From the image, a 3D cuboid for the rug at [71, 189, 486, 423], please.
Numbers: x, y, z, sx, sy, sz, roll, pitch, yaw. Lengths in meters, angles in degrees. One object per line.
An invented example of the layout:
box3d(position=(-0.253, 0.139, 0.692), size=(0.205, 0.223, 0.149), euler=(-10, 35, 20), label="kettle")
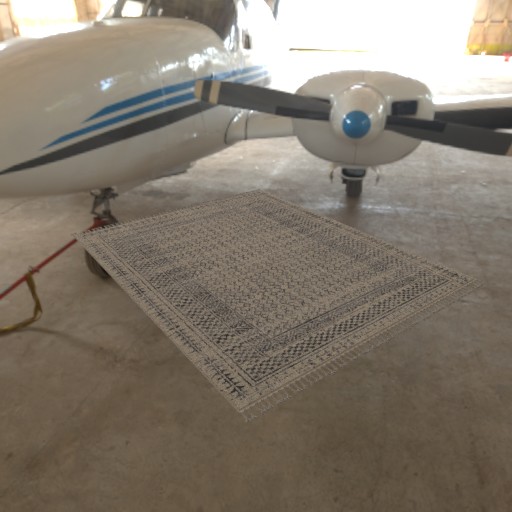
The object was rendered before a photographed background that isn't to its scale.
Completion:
box3d(position=(0.000, 0.000, 3.870), size=(2.312, 0.013, 2.940), euler=(-19, 32, -32), label="rug")
